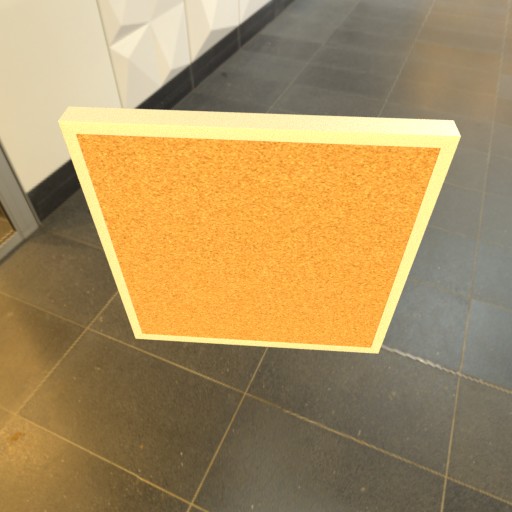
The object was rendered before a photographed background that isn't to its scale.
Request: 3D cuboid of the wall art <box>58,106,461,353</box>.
[{"bbox_3d":[0.000,0.000,0.752,0.506,0.505,0.038,3,47,3],"label":"wall art"}]
